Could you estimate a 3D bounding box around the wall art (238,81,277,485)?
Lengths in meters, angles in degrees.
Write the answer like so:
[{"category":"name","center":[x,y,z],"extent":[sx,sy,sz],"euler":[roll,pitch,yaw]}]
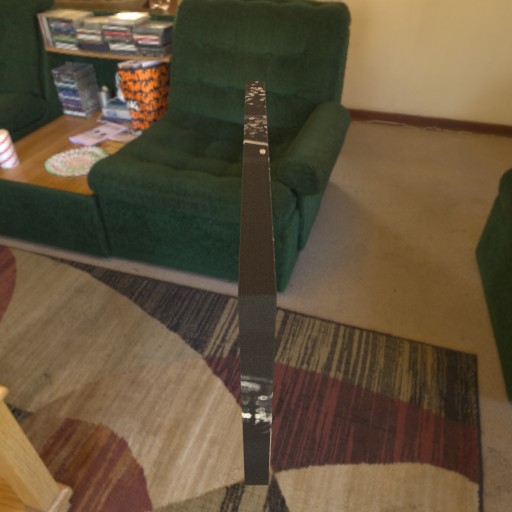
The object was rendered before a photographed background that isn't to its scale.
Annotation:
[{"category":"wall art","center":[0.000,0.000,0.781],"extent":[0.037,0.406,0.609],"euler":[0,40,0]}]
